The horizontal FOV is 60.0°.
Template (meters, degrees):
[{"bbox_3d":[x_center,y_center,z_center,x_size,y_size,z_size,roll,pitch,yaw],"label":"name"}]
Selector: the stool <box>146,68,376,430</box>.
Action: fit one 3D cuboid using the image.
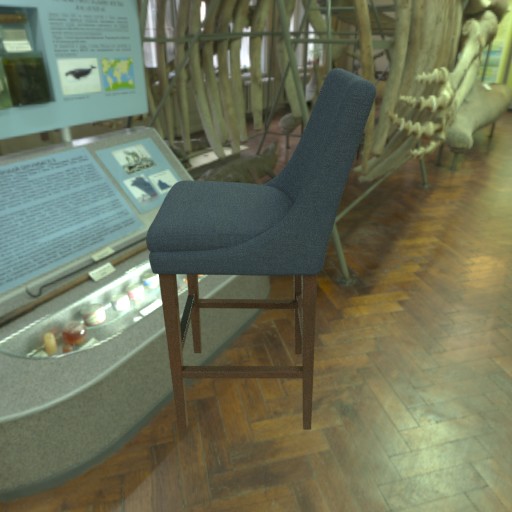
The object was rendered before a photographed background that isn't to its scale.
[{"bbox_3d":[0.000,0.000,1.408,0.577,1.078,0.470,0,27,1],"label":"stool"}]
